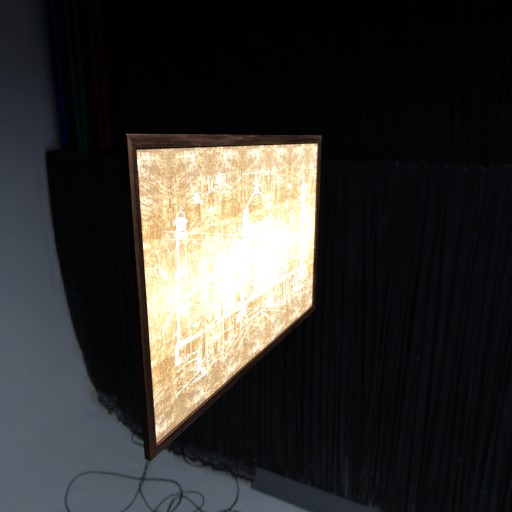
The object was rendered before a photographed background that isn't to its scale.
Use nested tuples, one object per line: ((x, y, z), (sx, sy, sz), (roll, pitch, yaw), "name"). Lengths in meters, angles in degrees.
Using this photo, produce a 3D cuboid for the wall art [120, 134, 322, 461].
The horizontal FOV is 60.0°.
((0.000, 0.000, 1.062), (0.014, 0.559, 0.816), (8, 17, 27), "wall art")
